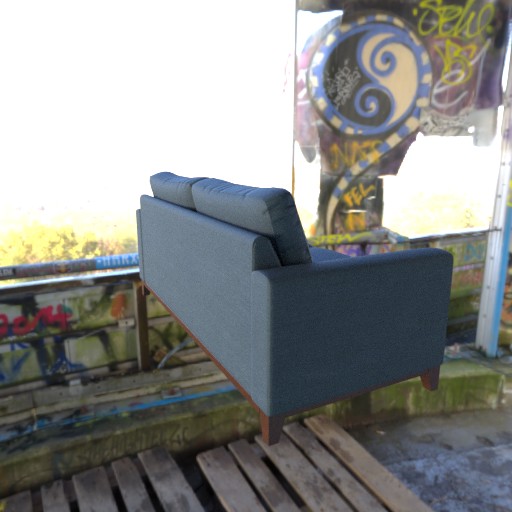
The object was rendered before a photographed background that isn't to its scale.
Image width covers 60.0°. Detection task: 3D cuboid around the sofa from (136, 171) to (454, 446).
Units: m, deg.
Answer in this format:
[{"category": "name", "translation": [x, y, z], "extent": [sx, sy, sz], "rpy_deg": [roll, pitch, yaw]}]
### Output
[{"category": "sofa", "translation": [0.000, 0.000, 2.426], "extent": [0.877, 0.865, 1.900], "rpy_deg": [-7, 15, -26]}]
